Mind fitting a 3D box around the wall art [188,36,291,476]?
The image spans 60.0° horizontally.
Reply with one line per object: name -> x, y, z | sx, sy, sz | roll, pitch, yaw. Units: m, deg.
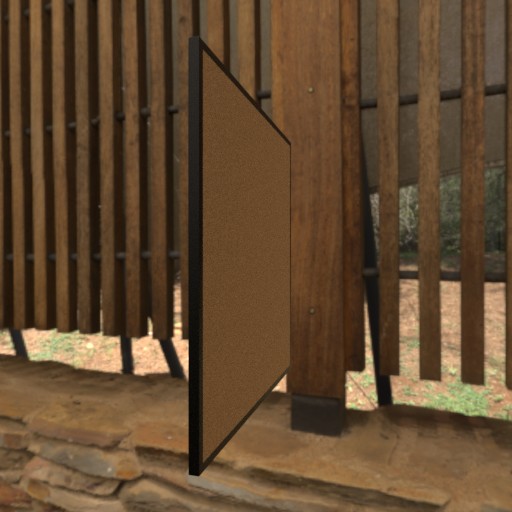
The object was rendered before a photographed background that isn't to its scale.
wall art -> 0.000, 0.000, 0.681 | 0.012, 0.458, 0.457 | 0, 0, 17
